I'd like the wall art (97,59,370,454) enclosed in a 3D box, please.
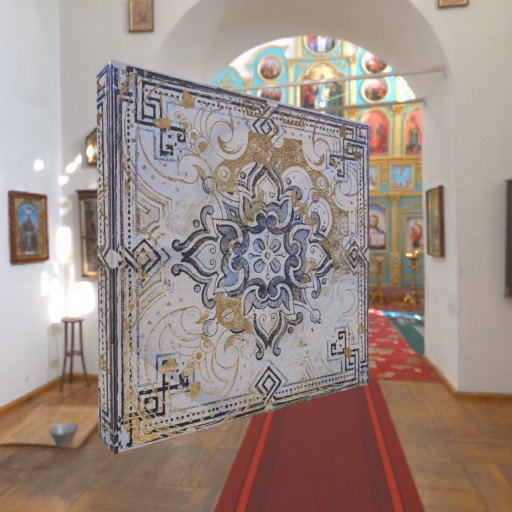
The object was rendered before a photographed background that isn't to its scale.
[{"bbox_3d":[0.000,0.000,0.446,0.302,0.306,0.038,-1,1,-36],"label":"wall art"}]
